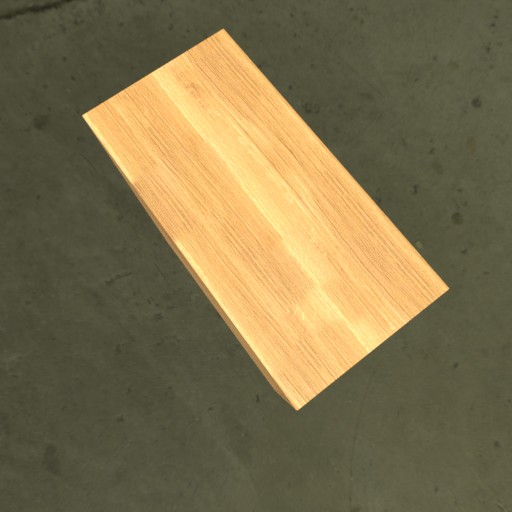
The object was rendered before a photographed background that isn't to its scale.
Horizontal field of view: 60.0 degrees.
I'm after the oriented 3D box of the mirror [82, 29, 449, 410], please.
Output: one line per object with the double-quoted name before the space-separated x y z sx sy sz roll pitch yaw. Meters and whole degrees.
"mirror" 0.000 0.000 1.447 0.400 1.000 0.800 -36 78 -9
